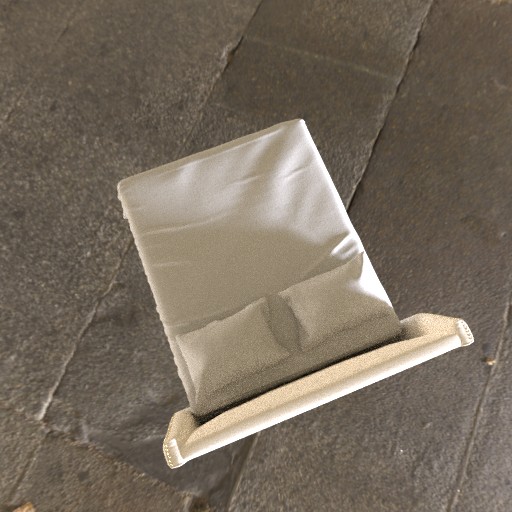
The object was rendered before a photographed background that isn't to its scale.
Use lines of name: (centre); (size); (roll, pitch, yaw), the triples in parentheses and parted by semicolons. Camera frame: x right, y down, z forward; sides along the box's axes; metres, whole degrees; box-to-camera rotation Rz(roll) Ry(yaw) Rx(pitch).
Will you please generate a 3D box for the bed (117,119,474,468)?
bed: (0.000, 0.000, 3.420); (1.925, 1.332, 2.276); (-21, 75, -6)
